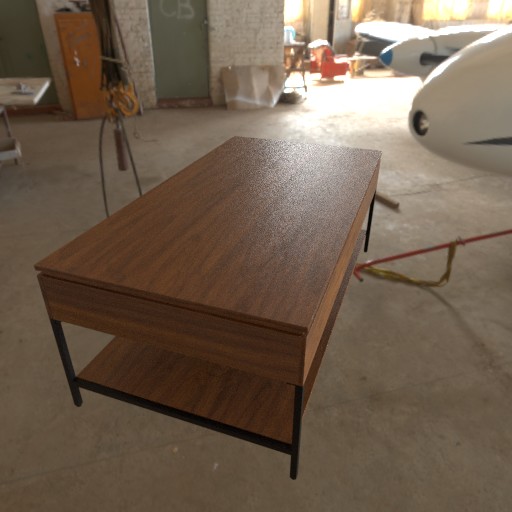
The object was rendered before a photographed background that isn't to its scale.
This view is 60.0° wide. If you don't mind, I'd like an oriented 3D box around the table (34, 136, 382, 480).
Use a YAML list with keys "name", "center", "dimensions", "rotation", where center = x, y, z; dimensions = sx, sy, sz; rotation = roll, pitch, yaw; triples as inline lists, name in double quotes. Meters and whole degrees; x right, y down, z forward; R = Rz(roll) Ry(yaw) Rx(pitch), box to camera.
- name: "table"
  center: [0.000, 0.000, 1.348]
  dimensions: [0.574, 0.414, 1.057]
  rotation: [10, 32, 18]
